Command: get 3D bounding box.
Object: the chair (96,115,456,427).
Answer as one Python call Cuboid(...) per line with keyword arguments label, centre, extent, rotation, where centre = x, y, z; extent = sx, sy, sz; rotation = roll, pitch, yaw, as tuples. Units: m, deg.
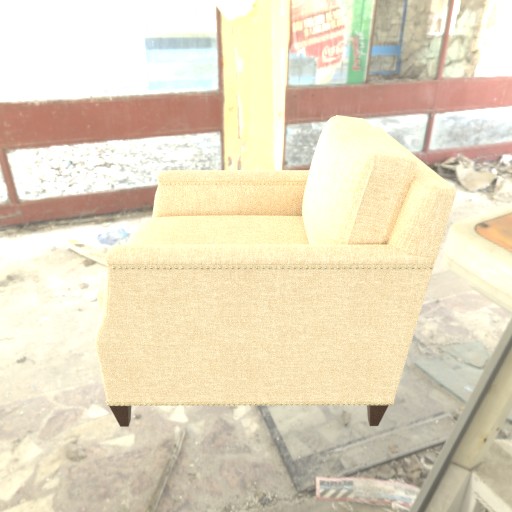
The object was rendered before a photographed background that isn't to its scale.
Cuboid(label="chair", centre=(0.000, 0.000, 1.698), extent=(1.041, 0.940, 0.838), rotation=(0, 27, 0))
